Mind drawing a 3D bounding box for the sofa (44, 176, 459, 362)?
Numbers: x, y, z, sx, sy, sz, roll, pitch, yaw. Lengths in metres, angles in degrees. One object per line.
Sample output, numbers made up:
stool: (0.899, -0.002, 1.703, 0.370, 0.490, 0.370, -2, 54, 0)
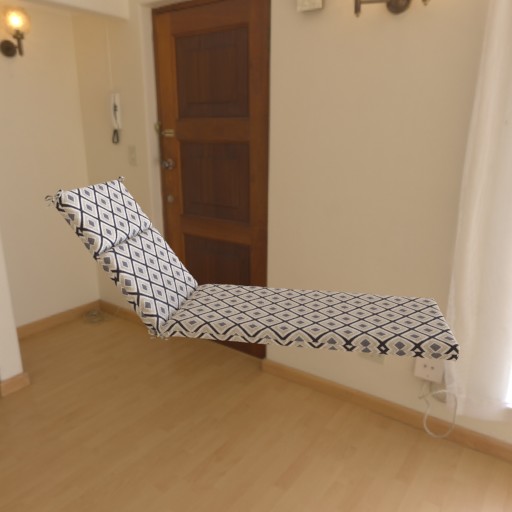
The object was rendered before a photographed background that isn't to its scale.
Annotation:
sofa: (0.000, 0.000, 1.980, 1.663, 0.622, 0.582, 3, 16, 10)
